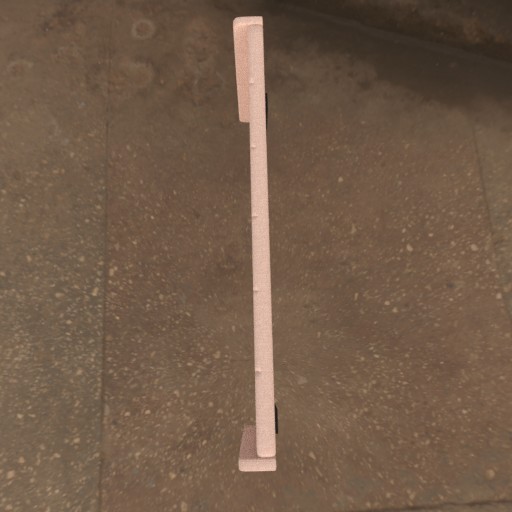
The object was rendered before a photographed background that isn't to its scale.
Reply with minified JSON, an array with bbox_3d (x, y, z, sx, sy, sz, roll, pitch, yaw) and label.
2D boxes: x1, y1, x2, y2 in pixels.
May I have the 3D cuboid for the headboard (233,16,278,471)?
[{"bbox_3d":[0.000,0.000,2.671,0.184,1.524,2.051,-1,77,0],"label":"headboard"}]
